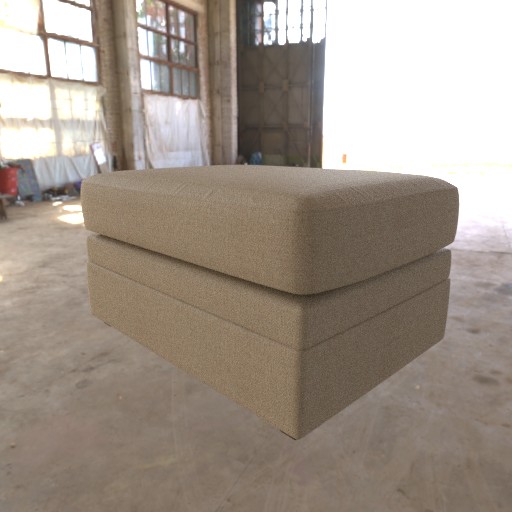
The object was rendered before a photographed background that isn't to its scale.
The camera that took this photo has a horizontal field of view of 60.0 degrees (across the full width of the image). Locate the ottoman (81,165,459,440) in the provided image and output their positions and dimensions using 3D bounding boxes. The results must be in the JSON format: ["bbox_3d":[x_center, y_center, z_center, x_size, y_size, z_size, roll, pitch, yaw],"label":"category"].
[{"bbox_3d":[0.000,0.000,1.231,0.637,0.478,0.885,-14,20,-43],"label":"ottoman"}]
